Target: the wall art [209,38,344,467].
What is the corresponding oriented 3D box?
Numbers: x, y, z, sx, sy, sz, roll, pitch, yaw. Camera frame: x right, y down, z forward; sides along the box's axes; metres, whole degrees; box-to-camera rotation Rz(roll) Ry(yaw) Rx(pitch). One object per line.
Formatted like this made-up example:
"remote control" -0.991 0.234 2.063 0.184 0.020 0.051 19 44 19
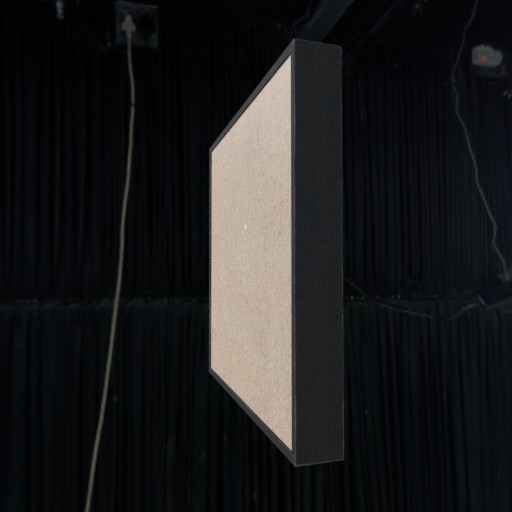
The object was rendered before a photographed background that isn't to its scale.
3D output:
"wall art" 0.000 0.000 0.466 0.038 0.305 0.305 1 -2 -17
